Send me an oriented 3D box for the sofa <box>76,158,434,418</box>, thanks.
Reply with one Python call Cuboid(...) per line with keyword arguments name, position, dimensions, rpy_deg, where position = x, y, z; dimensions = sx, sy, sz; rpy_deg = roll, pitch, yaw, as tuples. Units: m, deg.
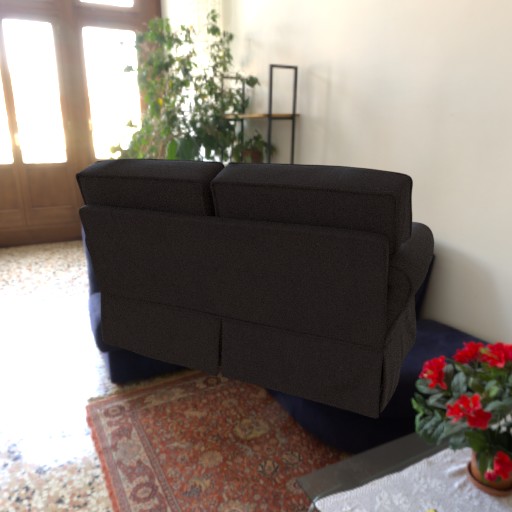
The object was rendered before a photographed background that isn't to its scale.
Cuboid(name="sofa", position=(0.000, 0.000, 2.447), dimensions=(1.801, 1.059, 0.997), rpy_deg=(8, 18, 25))
